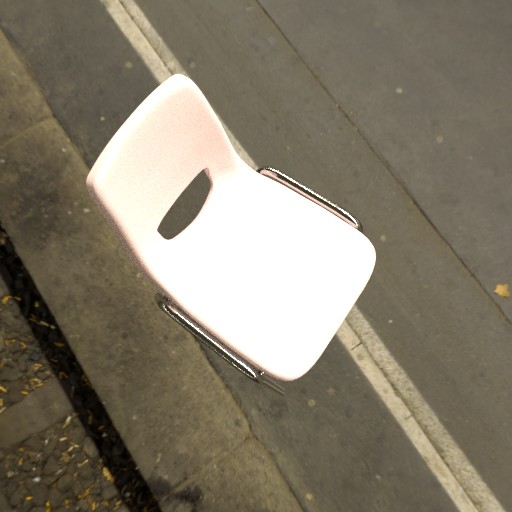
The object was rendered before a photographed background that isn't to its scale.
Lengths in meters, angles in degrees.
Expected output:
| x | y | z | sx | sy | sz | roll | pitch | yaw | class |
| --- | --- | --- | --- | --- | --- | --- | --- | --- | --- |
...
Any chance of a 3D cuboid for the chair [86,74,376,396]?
| x | y | z | sx | sy | sz | roll | pitch | yaw | class |
| --- | --- | --- | --- | --- | --- | --- | --- | --- | --- |
| 0.000 | 0.000 | 0.776 | 0.385 | 0.537 | 0.354 | 34 | 78 | 8 | chair |
